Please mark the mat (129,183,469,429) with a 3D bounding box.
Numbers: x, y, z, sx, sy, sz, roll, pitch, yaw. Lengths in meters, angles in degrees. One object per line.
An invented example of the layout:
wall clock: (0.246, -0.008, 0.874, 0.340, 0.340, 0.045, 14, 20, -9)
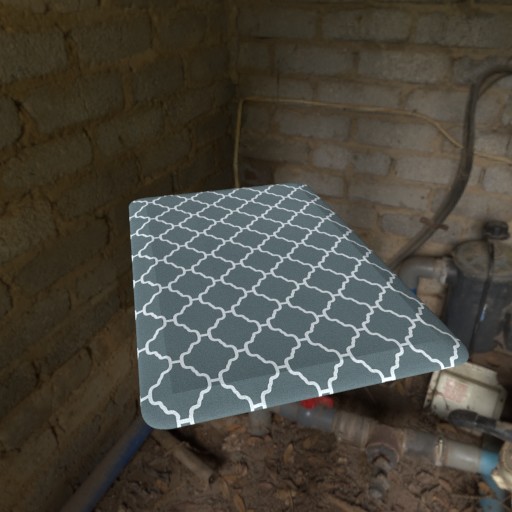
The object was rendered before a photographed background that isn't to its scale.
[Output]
mat: (0.000, 0.000, 0.937, 0.508, 0.021, 0.762, -8, 32, -13)
